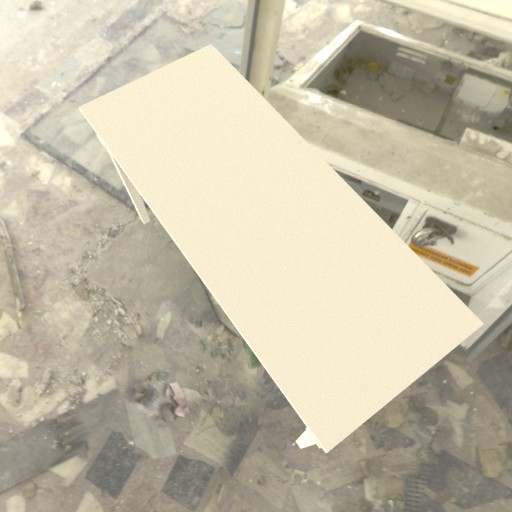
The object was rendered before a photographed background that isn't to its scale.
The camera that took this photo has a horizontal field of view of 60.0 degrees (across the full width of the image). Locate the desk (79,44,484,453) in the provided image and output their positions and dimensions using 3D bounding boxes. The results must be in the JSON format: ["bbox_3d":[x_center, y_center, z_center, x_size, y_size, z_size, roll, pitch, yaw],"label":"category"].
[{"bbox_3d":[0.000,0.000,1.737,0.559,0.774,1.372,-33,68,-15],"label":"desk"}]
